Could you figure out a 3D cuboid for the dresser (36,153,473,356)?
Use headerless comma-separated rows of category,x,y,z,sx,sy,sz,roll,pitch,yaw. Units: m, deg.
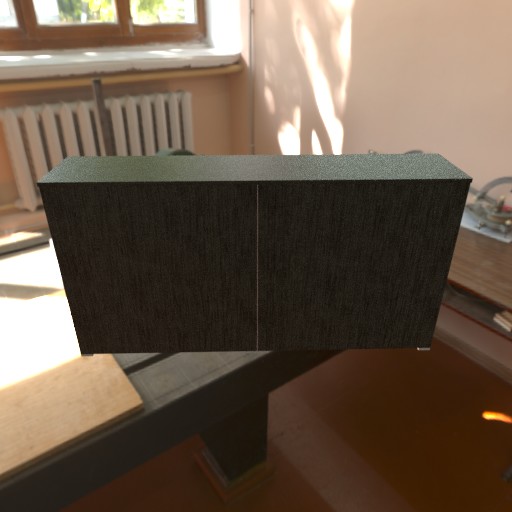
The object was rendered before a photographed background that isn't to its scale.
dresser,0.000,0.000,1.895,1.535,0.790,0.333,-1,29,-1
